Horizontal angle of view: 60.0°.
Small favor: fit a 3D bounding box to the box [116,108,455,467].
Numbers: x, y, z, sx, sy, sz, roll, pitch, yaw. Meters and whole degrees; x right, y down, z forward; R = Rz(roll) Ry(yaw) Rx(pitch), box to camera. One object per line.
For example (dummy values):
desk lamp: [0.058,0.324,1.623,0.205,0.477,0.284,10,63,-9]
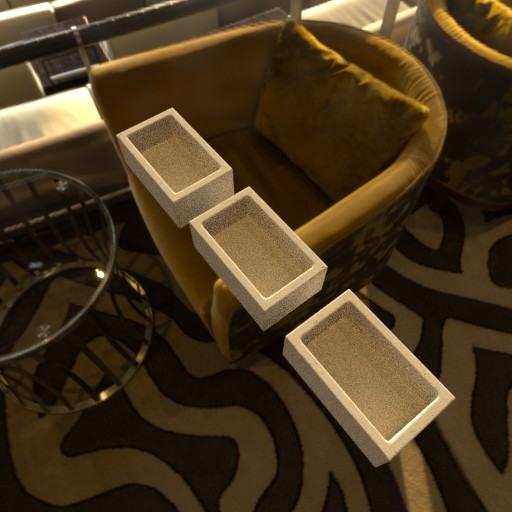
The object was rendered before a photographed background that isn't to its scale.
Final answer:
box: [0.000,0.000,0.485,0.082,0.051,0.461,-33,64,-18]
